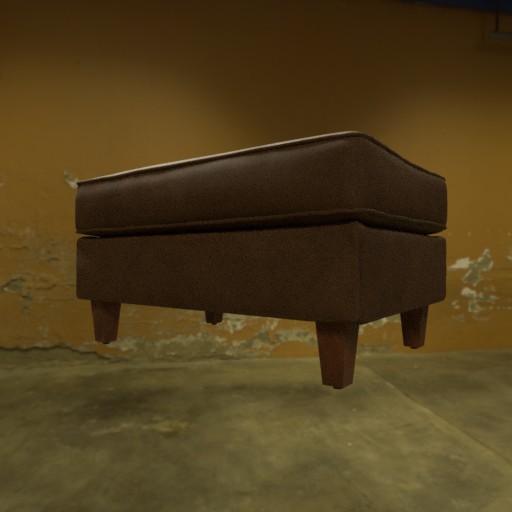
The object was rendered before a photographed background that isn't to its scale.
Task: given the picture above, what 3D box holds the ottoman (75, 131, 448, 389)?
[{"bbox_3d":[0.000,0.000,1.185,0.860,0.481,0.596,0,0,37],"label":"ottoman"}]
